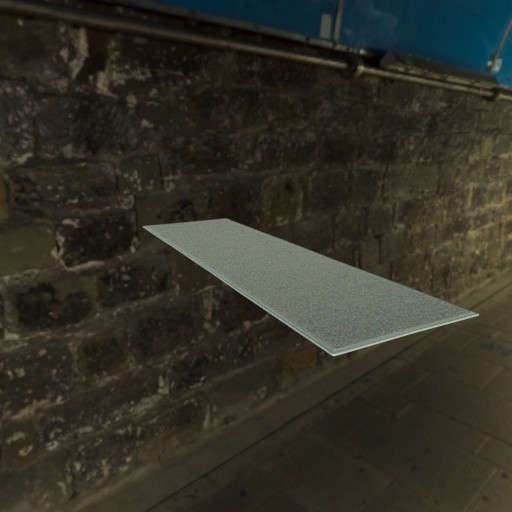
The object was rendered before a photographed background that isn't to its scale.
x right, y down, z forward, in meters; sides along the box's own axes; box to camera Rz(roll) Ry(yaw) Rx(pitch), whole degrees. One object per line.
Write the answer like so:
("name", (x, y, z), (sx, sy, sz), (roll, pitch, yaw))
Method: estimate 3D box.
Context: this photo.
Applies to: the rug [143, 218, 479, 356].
("rug", (0.000, 0.000, 2.388), (0.662, 0.011, 2.196), (-8, 17, -27))
